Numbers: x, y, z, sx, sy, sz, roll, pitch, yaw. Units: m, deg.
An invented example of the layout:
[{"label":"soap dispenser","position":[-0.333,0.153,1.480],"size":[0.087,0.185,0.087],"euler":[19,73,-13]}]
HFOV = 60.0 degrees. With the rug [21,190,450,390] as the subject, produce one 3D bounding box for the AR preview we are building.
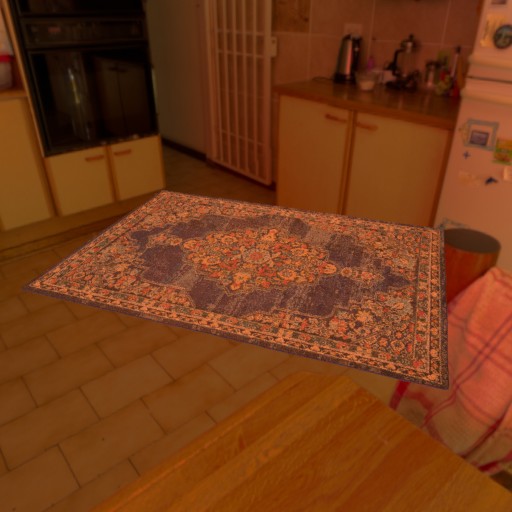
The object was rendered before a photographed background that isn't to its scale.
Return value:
[{"label":"rug","position":[0.000,0.000,3.644],"size":[2.940,0.011,2.053],"euler":[10,32,17]}]
